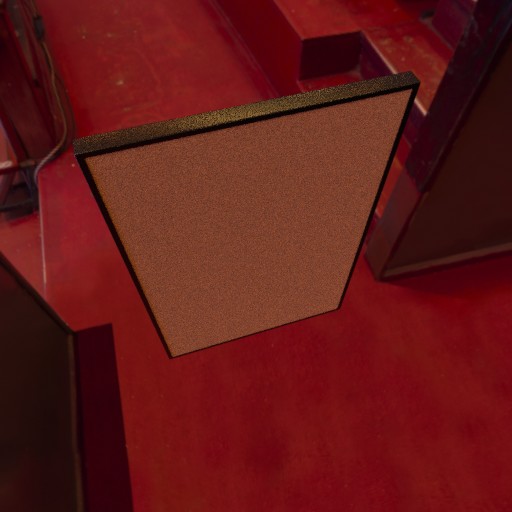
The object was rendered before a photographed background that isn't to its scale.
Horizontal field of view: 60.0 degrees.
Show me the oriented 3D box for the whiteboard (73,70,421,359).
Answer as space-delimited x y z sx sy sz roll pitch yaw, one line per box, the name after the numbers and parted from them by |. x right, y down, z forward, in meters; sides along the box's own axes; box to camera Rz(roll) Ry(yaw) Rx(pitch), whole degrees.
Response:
0.000 0.000 0.758 0.406 0.611 0.026 -15 58 -9 | whiteboard
